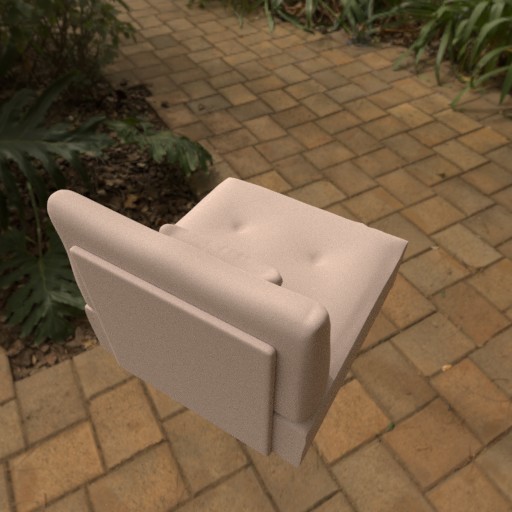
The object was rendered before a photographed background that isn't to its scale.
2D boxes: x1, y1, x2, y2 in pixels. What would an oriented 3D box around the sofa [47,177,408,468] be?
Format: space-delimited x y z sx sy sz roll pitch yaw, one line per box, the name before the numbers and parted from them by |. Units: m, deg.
sofa | 0.000 0.000 1.694 0.935 0.828 1.000 24 50 21
